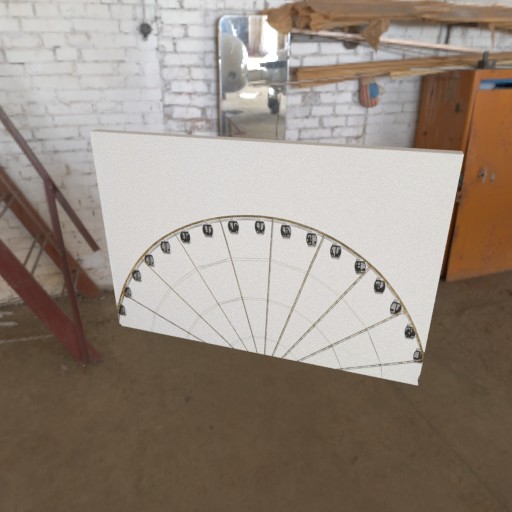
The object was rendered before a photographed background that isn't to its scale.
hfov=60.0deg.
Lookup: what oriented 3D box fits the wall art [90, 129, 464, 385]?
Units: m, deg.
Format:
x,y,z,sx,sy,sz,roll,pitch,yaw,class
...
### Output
x,y,z,sx,sy,sz,roll,pitch,yaw,class
0.000,0.000,1.167,0.898,0.601,0.038,8,26,16,wall art
